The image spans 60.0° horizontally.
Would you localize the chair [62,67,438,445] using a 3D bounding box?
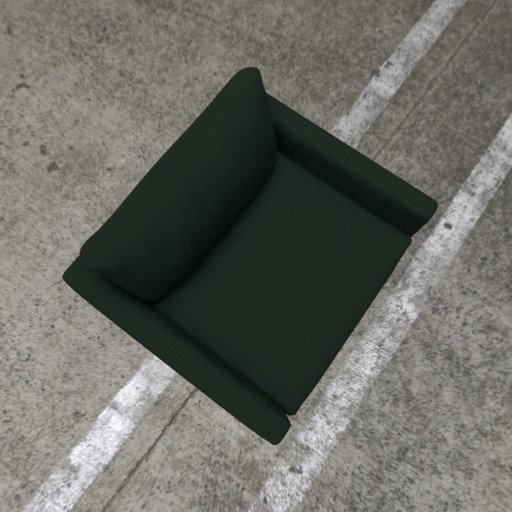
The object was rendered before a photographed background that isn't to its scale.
[{"bbox_3d":[0.000,0.000,1.612,0.866,0.861,0.963,35,78,9],"label":"chair"}]
